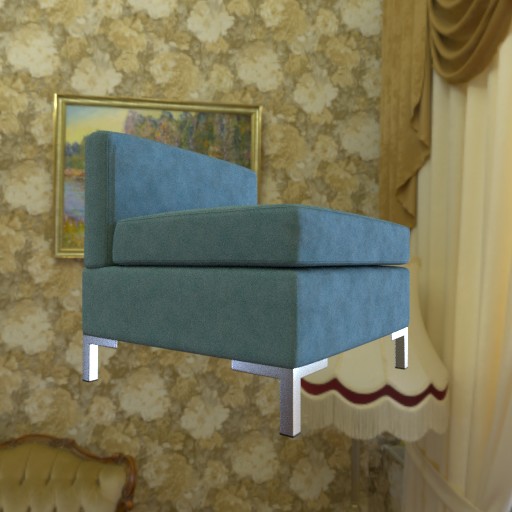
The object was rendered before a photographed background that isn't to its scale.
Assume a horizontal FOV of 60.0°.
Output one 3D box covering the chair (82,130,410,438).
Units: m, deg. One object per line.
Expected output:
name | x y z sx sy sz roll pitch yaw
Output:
chair | 0.000 0.000 1.237 0.685 0.660 0.684 -1 -1 36
